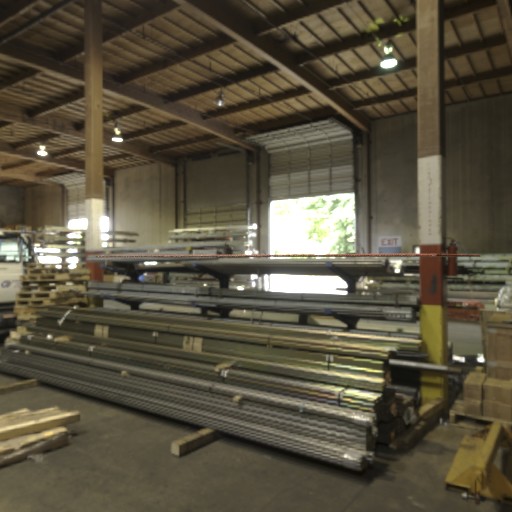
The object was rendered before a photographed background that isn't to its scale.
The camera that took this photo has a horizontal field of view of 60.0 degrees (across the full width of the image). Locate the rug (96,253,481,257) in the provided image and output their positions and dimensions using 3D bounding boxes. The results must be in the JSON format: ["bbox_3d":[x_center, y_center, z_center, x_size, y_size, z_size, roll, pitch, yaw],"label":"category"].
[{"bbox_3d":[0.000,0.000,2.795,2.471,0.013,0.914,0,0,35],"label":"rug"}]
